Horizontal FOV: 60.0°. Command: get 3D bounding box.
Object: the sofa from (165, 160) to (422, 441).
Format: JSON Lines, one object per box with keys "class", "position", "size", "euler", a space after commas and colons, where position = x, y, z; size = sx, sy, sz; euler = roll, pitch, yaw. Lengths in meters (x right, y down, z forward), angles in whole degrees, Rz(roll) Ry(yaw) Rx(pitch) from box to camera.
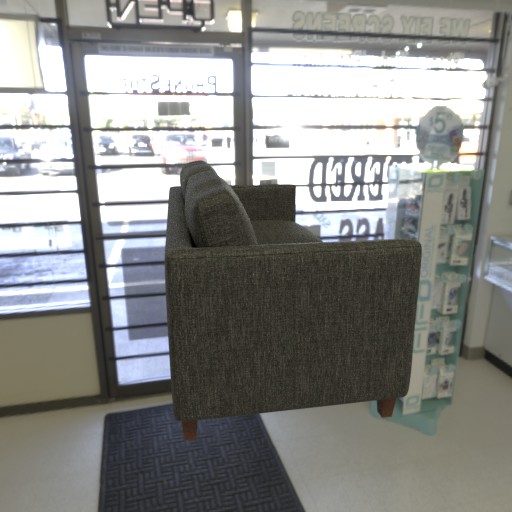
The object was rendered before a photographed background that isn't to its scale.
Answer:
{"class": "sofa", "position": [0.000, 0.000, 2.461], "size": [0.950, 0.963, 1.884], "euler": [-3, 16, -10]}
